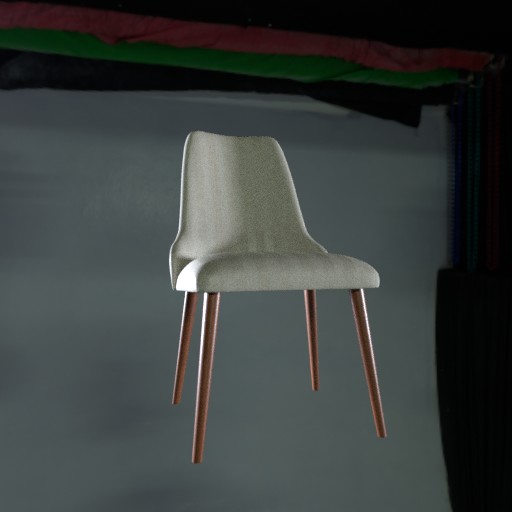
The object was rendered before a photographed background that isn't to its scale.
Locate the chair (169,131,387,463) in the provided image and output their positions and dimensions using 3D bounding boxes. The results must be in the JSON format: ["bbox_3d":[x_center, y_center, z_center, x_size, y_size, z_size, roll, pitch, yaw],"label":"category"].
[{"bbox_3d":[0.000,0.000,1.378,0.526,0.917,0.684,0,0,-17],"label":"chair"}]
